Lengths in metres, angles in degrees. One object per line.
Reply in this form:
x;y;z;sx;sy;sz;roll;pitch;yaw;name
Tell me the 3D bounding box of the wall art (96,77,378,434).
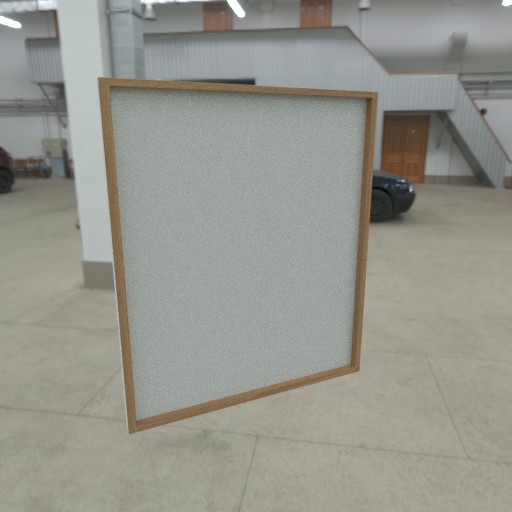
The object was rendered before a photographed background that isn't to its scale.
0.000;0.000;0.986;0.609;0.710;0.021;-7;17;-25;wall art
